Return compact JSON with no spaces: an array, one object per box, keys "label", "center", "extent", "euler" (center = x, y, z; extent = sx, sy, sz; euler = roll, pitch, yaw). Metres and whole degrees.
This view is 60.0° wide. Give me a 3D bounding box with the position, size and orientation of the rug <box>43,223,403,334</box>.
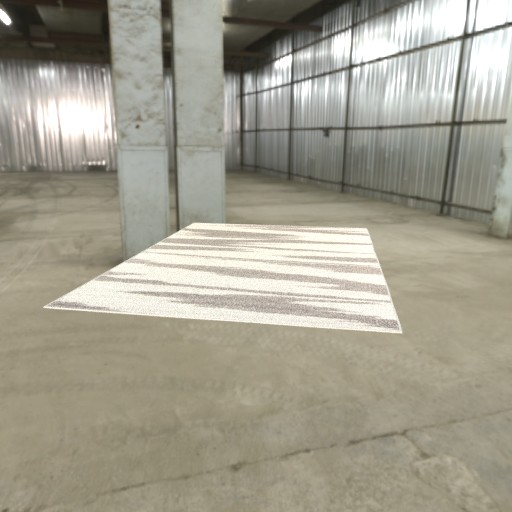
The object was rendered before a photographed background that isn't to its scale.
[{"label":"rug","center":[0.000,0.000,2.846],"extent":[1.533,0.010,2.142],"euler":[3,15,10]}]
